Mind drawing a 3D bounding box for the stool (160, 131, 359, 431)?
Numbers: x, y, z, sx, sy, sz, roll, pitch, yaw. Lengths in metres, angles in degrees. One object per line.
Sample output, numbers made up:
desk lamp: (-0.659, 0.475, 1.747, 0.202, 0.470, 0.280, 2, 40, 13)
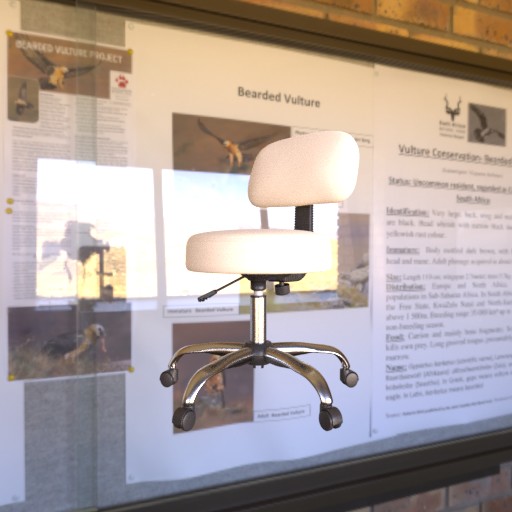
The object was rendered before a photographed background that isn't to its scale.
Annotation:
stool: (0.000, 0.000, 1.265, 0.609, 0.810, 0.616, 1, 1, 37)
